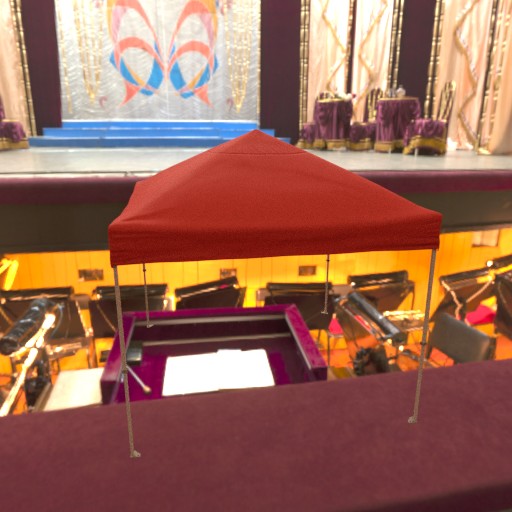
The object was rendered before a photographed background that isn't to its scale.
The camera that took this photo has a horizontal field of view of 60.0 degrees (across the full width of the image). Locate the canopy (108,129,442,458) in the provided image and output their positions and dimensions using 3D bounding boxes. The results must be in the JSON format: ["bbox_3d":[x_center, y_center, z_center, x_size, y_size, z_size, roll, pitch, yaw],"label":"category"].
[{"bbox_3d":[0.000,0.000,5.445,2.998,2.997,2.996,-3,17,-10],"label":"canopy"}]
